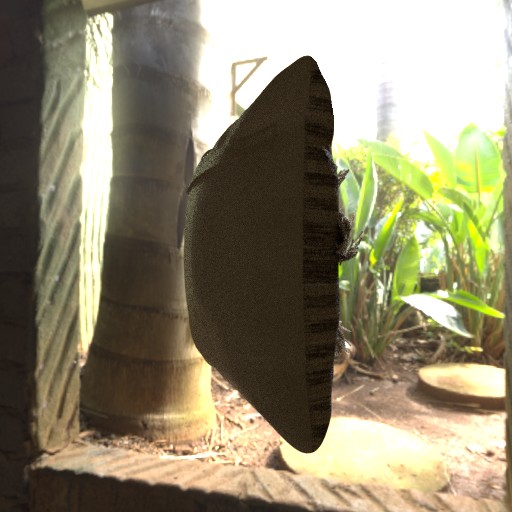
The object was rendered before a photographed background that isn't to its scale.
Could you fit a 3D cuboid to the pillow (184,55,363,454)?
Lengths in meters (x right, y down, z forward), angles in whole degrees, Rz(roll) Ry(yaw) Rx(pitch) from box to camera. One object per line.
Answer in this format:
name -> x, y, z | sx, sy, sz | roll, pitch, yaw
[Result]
pillow -> 0.000, 0.000, 0.765 | 0.234, 0.490, 0.484 | 0, -1, -19
